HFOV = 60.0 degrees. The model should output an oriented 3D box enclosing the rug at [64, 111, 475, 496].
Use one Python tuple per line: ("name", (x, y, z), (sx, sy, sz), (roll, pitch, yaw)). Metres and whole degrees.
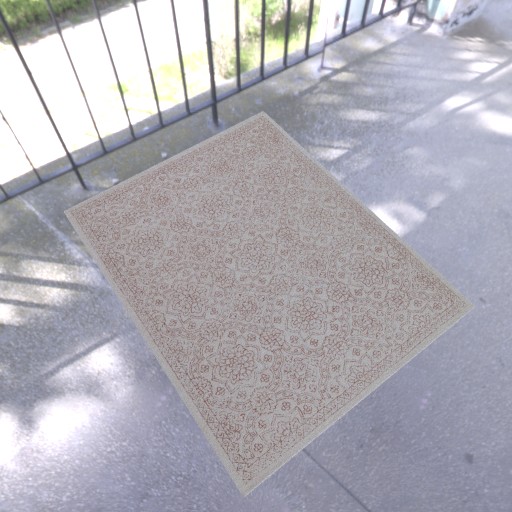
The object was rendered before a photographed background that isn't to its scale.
("rug", (0.000, 0.000, 4.076), (2.441, 0.015, 3.050), (-32, 64, -18))
